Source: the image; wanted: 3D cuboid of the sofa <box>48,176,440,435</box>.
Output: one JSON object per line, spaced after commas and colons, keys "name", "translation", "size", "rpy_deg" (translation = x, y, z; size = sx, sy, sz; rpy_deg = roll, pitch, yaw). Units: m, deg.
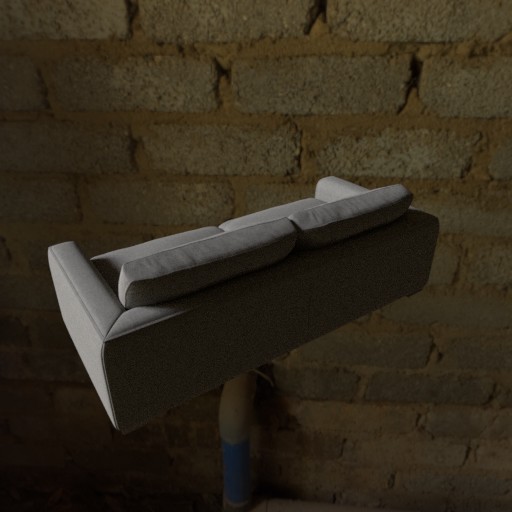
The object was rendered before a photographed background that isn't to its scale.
{"name": "sofa", "translation": [0.000, 0.000, 2.802], "size": [2.262, 0.801, 1.070], "rpy_deg": [-18, 34, -29]}
